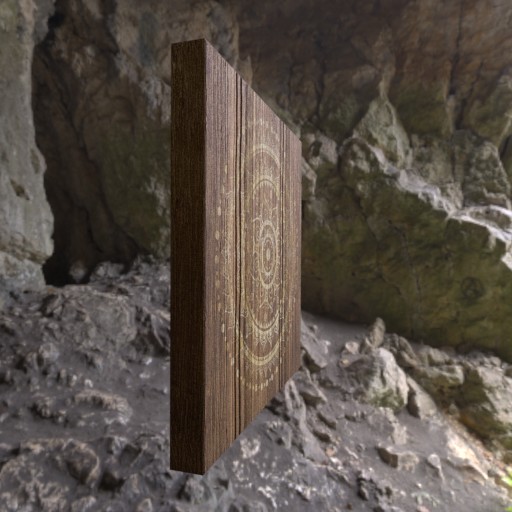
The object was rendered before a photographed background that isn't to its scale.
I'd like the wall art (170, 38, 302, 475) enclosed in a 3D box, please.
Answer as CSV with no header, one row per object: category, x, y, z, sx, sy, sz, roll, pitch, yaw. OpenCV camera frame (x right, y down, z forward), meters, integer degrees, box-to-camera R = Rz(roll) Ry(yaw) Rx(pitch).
wall art,0.000,0.000,0.605,0.039,0.403,0.406,0,0,18
